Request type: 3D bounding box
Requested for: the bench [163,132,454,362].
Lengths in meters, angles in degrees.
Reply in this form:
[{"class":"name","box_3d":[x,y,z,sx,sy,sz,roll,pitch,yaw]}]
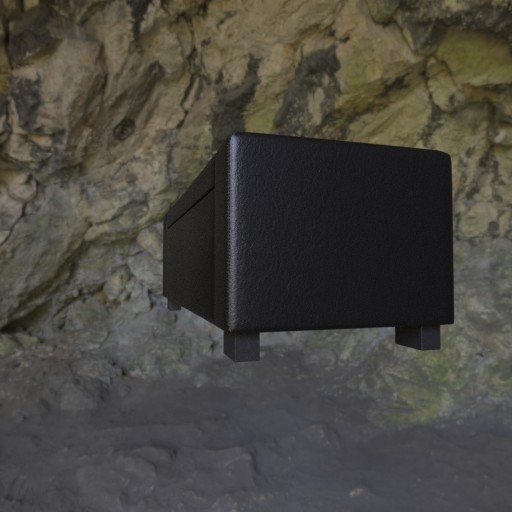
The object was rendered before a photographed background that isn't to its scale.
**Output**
[{"class":"bench","box_3d":[0.000,0.000,1.497,0.508,0.445,1.296,1,-2,-17]}]
